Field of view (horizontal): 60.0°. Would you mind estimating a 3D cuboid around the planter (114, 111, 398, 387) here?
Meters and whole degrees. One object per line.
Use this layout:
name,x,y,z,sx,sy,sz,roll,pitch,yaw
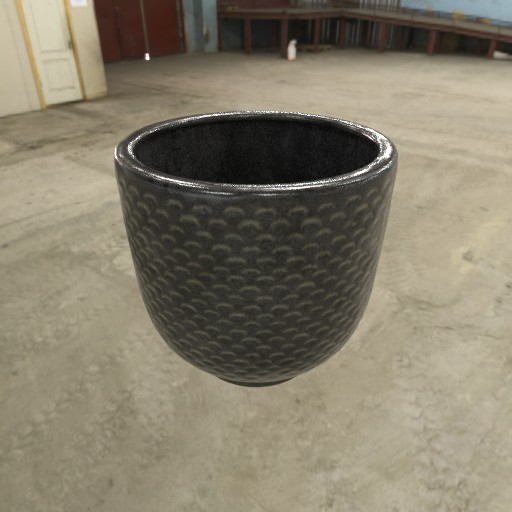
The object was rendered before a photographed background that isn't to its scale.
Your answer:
planter,0.000,0.000,0.361,0.197,0.191,0.197,0,30,0
